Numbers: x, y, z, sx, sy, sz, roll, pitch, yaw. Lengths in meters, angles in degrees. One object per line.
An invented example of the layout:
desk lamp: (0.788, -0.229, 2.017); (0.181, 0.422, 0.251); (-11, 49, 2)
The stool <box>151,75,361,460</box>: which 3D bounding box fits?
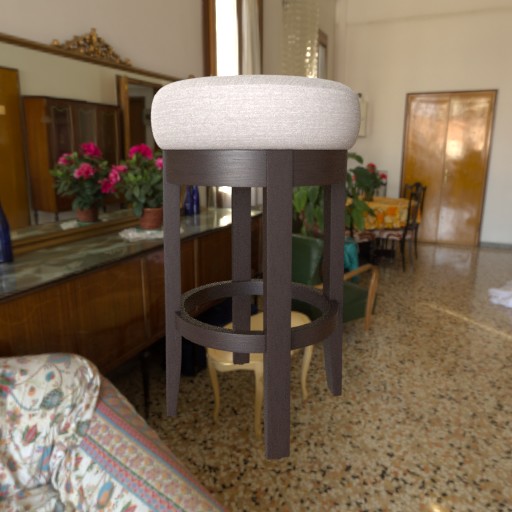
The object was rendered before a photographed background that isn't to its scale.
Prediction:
stool: (0.000, 0.000, 1.031); (0.443, 0.757, 0.443); (0, 14, 0)
